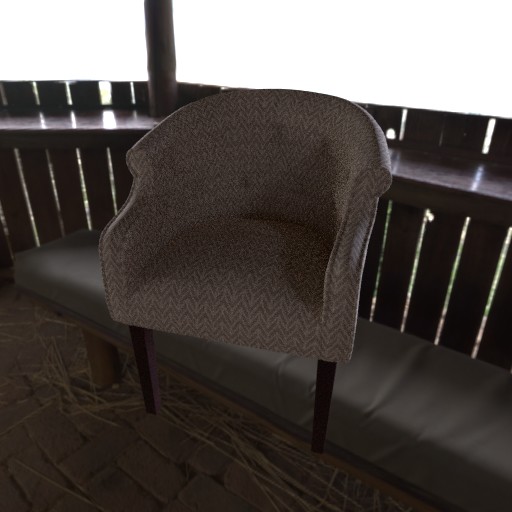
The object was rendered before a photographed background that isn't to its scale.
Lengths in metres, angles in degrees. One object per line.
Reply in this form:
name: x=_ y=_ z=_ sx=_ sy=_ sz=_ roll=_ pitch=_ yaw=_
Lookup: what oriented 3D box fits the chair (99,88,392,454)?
chair: x=0.000 y=0.000 z=1.278 sx=0.686 sy=0.858 sz=0.613 roll=7 pitch=27 yaw=14
